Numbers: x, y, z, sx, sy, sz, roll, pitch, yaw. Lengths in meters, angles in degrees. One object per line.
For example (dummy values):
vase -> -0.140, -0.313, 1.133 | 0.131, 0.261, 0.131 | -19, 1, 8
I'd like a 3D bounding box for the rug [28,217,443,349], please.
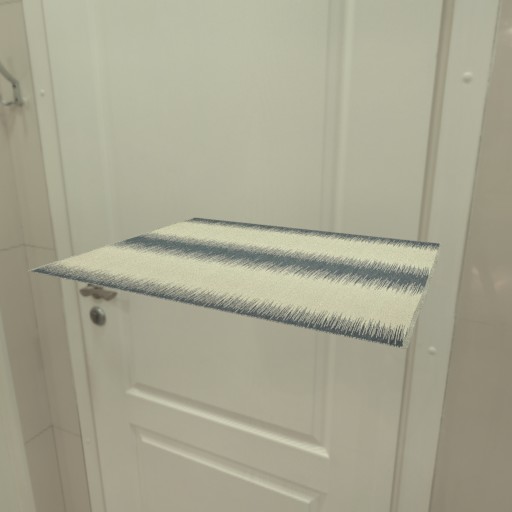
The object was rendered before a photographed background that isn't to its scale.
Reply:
rug -> 0.000, 0.000, 4.083 | 3.037, 0.004, 2.453 | 8, 18, 25
